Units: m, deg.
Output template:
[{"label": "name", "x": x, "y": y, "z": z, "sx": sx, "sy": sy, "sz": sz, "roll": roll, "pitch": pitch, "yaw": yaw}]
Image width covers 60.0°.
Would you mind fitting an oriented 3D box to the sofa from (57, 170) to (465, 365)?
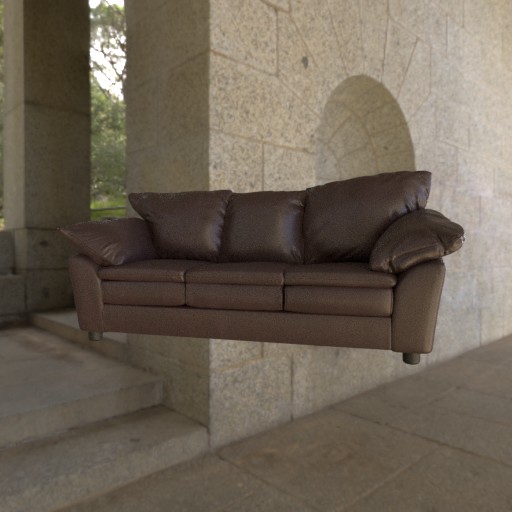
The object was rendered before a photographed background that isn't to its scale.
[{"label": "sofa", "x": 0.000, "y": 0.000, "z": 2.875, "sx": 2.390, "sy": 1.091, "sz": 0.907, "roll": 0, "pitch": 1, "yaw": 17}]
